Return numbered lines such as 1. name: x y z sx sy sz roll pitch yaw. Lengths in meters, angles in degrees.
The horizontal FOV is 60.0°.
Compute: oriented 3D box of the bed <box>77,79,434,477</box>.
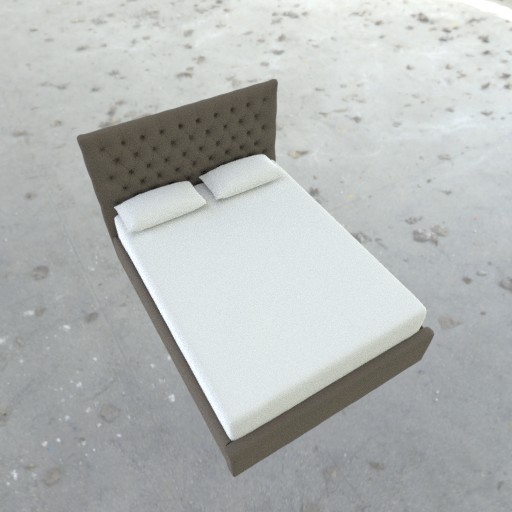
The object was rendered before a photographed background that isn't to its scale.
1. bed: 0.000 0.000 3.329 1.696 1.426 2.233 -24 52 -20
